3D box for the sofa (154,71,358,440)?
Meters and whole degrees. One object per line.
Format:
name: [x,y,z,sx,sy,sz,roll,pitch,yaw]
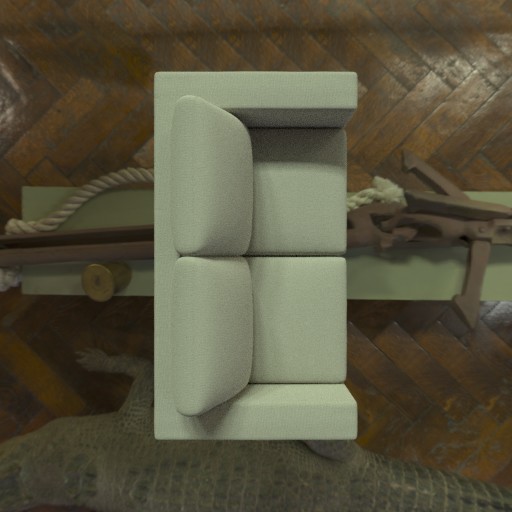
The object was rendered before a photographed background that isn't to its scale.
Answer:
sofa: [0.000,0.000,2.358,1.009,0.932,1.813,0,90,0]
